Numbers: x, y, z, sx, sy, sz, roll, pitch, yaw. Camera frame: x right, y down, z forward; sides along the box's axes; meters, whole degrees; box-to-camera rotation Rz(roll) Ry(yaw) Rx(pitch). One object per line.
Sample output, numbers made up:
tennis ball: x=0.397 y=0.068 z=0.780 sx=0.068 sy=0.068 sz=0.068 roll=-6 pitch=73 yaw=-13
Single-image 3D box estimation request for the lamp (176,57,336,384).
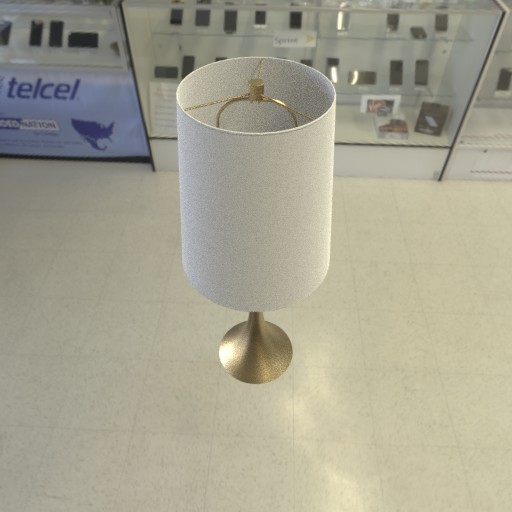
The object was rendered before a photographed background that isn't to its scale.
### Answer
lamp: x=0.000 y=0.000 z=0.703 sx=0.231 sy=0.569 sz=0.231 roll=0 pitch=47 yaw=0
